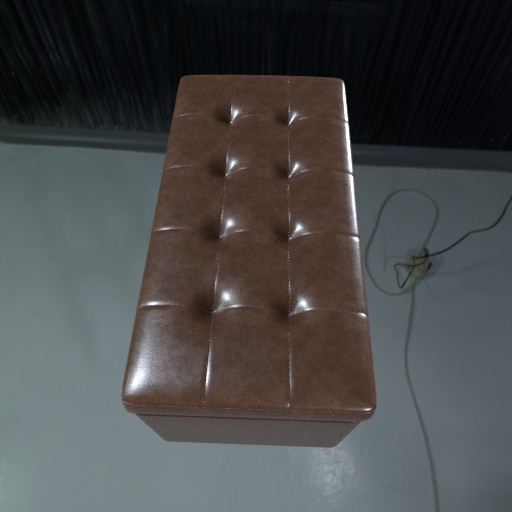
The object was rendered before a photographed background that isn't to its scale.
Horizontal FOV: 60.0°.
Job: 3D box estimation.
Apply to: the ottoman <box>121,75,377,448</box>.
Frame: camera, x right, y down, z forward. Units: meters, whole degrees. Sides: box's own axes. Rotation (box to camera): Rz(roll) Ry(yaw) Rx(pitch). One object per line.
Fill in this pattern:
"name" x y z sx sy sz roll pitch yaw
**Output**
"ottoman" 0.000 0.000 1.111 0.432 0.470 0.838 2 59 1
